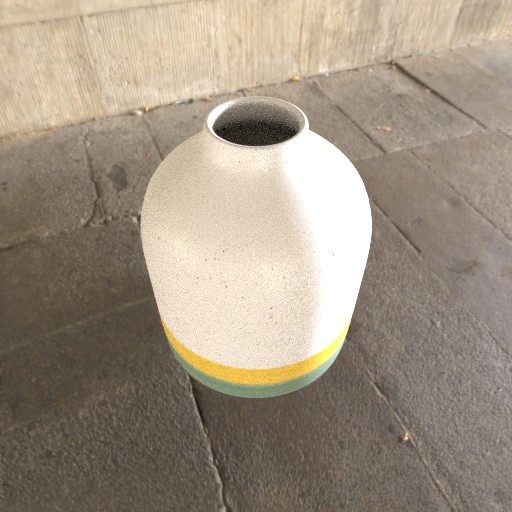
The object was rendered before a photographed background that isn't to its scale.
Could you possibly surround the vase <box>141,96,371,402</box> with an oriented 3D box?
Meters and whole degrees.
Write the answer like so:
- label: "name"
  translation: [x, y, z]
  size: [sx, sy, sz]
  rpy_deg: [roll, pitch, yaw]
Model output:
- label: "vase"
  translation: [0.000, 0.000, 0.357]
  size: [0.169, 0.240, 0.169]
  rpy_deg: [0, 46, 0]
